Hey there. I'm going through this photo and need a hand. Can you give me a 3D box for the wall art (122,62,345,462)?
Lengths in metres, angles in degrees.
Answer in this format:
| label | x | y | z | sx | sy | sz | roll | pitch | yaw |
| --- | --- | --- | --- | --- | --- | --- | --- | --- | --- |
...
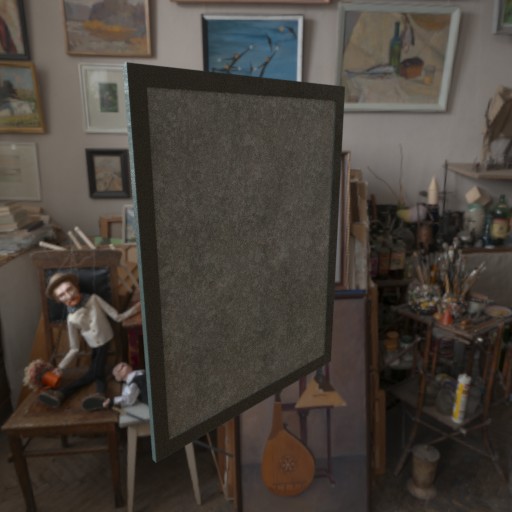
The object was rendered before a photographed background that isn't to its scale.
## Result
| label | x | y | z | sx | sy | sz | roll | pitch | yaw |
| --- | --- | --- | --- | --- | --- | --- | --- | --- | --- |
| wall art | 0.000 | 0.000 | 1.308 | 0.767 | 0.983 | 0.030 | -15 | 22 | -42 |
